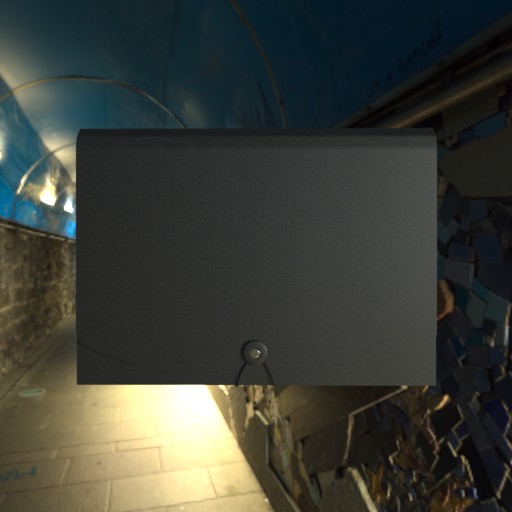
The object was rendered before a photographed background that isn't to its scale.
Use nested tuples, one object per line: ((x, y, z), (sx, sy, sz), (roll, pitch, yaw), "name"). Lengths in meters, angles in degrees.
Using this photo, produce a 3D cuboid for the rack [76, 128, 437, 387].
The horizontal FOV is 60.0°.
((0.000, 0.000, 0.423), (0.330, 0.241, 0.041), (0, 0, 0), "rack")
